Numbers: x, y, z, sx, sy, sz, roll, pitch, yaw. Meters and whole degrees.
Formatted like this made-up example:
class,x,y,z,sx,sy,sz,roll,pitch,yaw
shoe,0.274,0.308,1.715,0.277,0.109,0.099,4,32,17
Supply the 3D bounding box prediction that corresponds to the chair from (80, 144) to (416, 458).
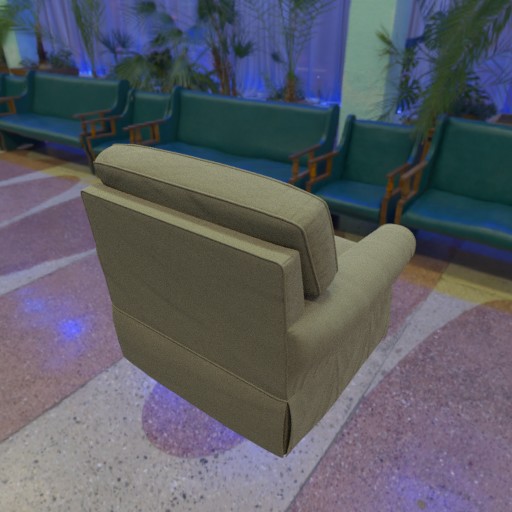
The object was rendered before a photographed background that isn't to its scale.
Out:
class,x,y,z,sx,sy,sz,roll,pitch,yaw
chair,0.000,0.000,1.943,1.135,1.017,0.988,20,36,31
